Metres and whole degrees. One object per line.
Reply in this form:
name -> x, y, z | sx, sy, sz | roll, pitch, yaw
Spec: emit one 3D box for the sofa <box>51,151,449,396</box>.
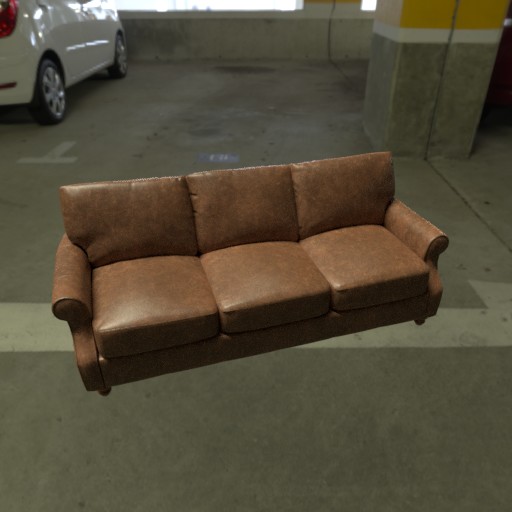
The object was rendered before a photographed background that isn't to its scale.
sofa -> 0.000, 0.000, 2.806 | 2.351, 0.977, 0.973 | -9, 32, -15
